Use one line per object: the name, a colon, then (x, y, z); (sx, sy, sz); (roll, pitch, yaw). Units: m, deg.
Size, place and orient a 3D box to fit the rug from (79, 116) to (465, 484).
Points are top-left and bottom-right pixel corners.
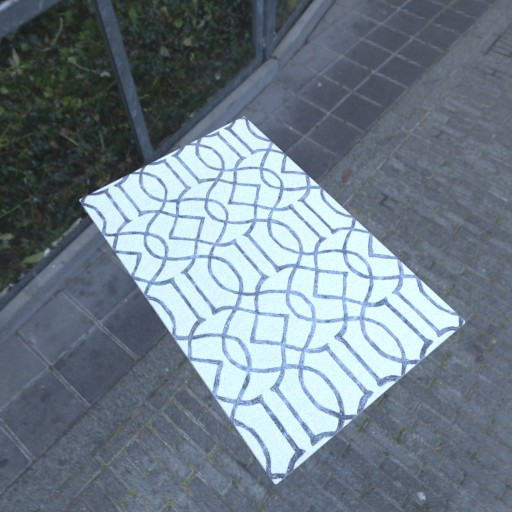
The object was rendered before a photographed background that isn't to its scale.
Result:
rug: (0.000, 0.000, 3.037); (1.521, 0.017, 2.365); (-32, 64, -18)
